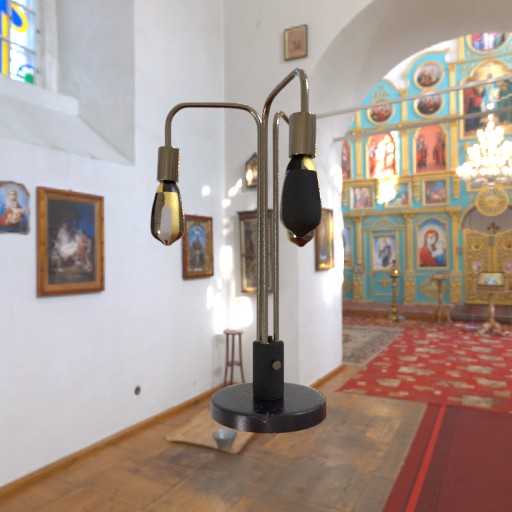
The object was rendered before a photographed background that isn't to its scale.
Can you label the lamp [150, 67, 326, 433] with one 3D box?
[{"bbox_3d":[0.000,0.000,0.779,0.355,0.560,0.368,0,-1,-17],"label":"lamp"}]
